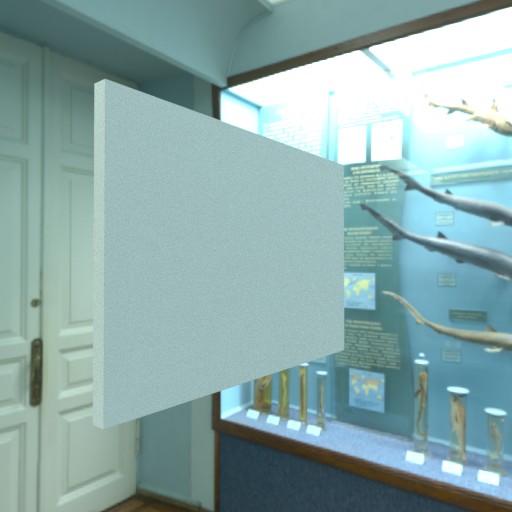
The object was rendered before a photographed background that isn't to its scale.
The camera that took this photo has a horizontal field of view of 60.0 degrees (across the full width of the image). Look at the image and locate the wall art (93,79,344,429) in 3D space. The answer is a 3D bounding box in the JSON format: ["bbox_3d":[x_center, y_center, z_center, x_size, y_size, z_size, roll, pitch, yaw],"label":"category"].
[{"bbox_3d":[0.000,0.000,1.664,0.051,0.902,1.308,-1,-1,39],"label":"wall art"}]
